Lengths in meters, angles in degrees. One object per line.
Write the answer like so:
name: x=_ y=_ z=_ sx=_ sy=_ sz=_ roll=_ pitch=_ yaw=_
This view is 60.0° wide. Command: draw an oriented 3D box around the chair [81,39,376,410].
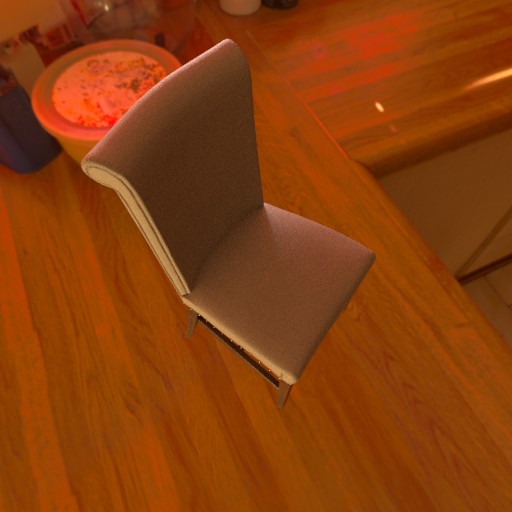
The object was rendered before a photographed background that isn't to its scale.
chair: x=0.000 y=0.000 z=1.362 sx=0.608 sy=0.988 sz=0.513 roll=31 pitch=64 yaw=17
